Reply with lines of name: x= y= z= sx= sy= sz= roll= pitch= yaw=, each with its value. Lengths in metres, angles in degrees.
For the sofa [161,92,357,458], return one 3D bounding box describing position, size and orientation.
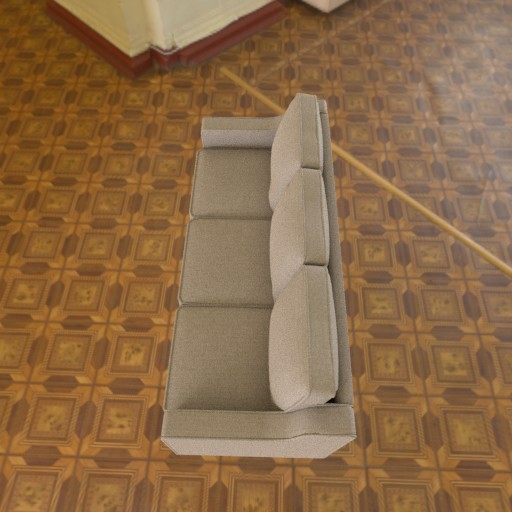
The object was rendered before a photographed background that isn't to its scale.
sofa: x=0.000 y=0.000 z=2.658 sx=0.899 sy=0.950 sz=2.129 roll=1 pitch=58 yaw=1
